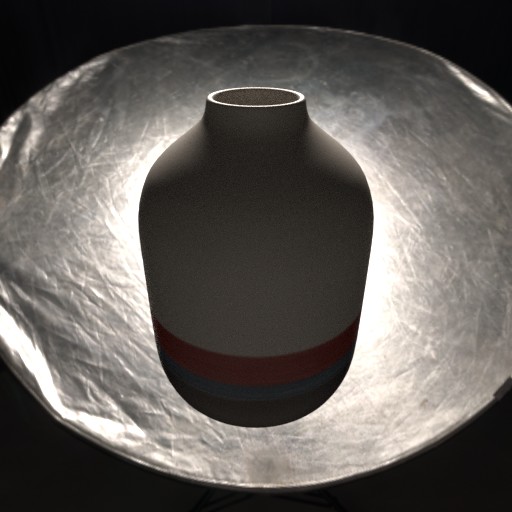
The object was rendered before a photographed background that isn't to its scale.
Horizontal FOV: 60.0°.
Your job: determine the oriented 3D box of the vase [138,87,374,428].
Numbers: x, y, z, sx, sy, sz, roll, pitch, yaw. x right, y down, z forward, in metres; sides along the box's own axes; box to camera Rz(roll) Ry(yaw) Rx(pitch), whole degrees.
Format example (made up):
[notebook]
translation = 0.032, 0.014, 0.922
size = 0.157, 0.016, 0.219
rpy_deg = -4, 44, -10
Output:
[vase]
translation = 0.000, 0.000, 0.343
size = 0.169, 0.237, 0.169
rpy_deg = 0, 30, 0
